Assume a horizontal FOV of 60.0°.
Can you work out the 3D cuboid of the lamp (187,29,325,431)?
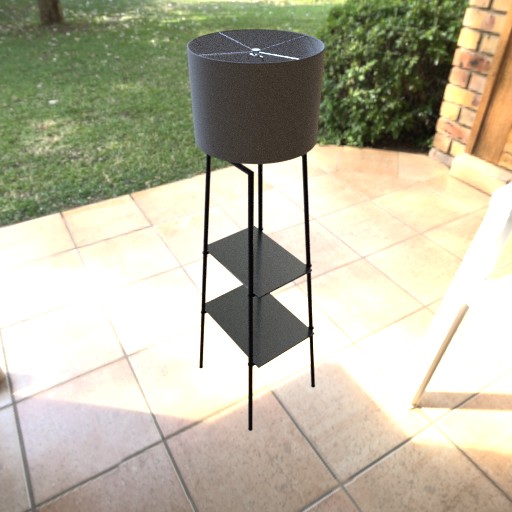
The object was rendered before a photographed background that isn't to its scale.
[{"bbox_3d":[0.000,0.000,1.666,0.384,1.474,0.427,-25,45,-28],"label":"lamp"}]
